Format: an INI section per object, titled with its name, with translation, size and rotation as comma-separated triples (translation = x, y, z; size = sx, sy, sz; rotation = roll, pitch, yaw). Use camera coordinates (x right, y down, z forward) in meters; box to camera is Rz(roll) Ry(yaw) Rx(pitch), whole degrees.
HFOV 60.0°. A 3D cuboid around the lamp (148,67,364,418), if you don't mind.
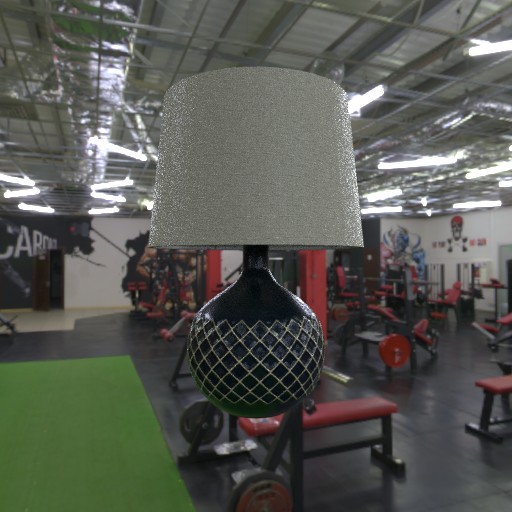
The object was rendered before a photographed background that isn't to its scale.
[lamp]
translation = 0.000, 0.000, 0.795
size = 0.376, 0.540, 0.376
rotation = 0, 0, 0
